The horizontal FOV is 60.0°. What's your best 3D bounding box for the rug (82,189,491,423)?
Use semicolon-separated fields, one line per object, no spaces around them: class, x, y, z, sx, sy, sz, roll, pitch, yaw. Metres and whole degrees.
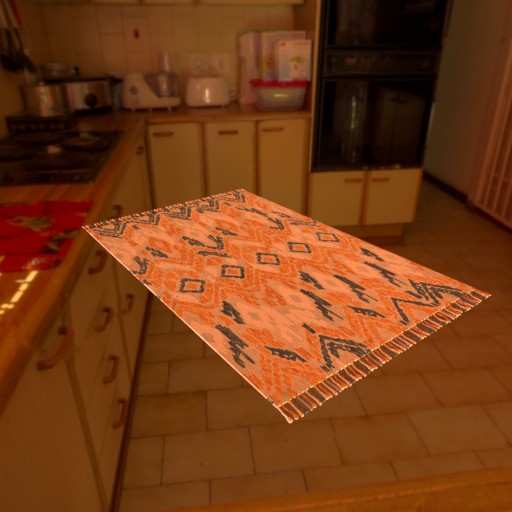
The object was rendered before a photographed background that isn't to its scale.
rug;0.000;0.000;2.968;1.533;0.010;2.428;-19;32;-33
